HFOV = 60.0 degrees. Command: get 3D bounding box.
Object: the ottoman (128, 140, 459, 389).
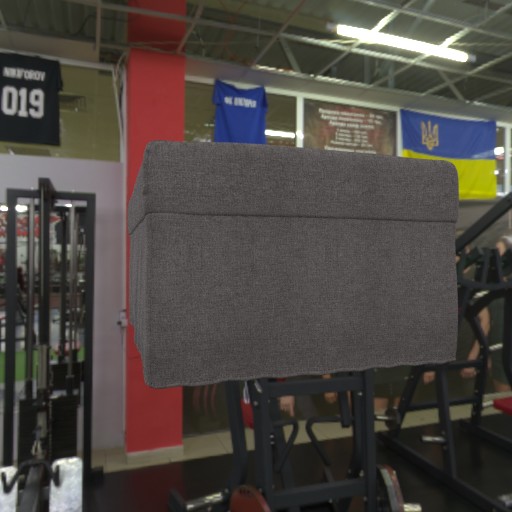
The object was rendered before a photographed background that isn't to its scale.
[{"bbox_3d":[0.000,0.000,1.215,0.652,0.492,0.833,0,0,-18],"label":"ottoman"}]
